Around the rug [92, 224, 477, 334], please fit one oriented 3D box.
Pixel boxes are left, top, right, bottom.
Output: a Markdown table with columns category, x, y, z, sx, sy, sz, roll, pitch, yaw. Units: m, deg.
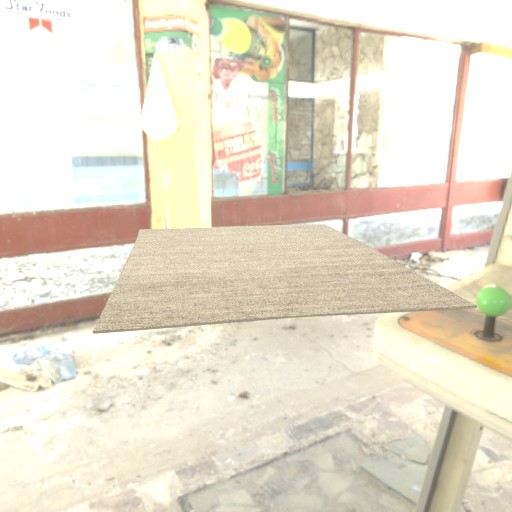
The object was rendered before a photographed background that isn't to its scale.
| category | x | y | z | sx | sy | sz | roll | pitch | yaw |
| --- | --- | --- | --- | --- | --- | --- | --- | --- | --- |
| rug | 0.000 | 0.000 | 4.239 | 2.434 | 0.045 | 3.202 | -2 | 14 | -9 |
